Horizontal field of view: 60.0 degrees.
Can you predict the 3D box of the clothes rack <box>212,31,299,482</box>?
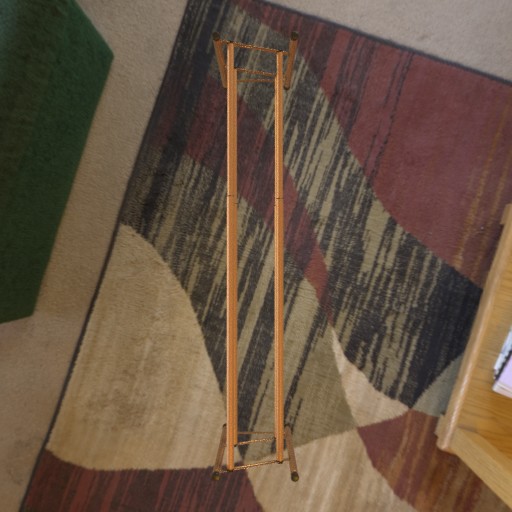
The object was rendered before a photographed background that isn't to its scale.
[{"bbox_3d":[0.000,0.000,1.319,0.229,0.349,1.168,0,89,1],"label":"clothes rack"}]
